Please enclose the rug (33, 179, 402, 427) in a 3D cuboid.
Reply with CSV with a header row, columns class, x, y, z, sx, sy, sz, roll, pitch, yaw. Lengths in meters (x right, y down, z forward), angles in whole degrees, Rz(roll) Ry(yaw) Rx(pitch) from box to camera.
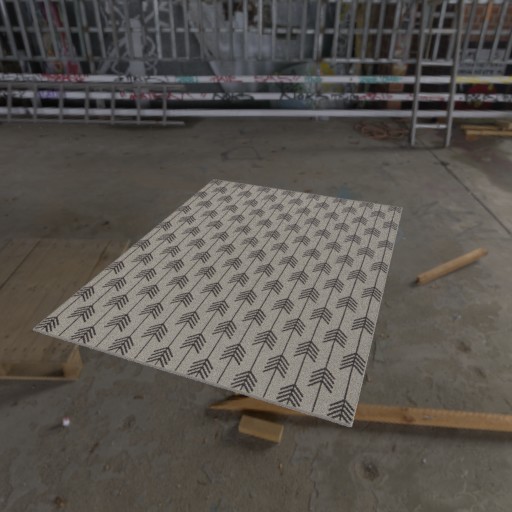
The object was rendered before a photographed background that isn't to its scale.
class,x,y,z,sx,sy,sz,roll,pitch,yaw
rug,0.000,0.000,4.081,2.330,0.010,3.061,11,34,18
